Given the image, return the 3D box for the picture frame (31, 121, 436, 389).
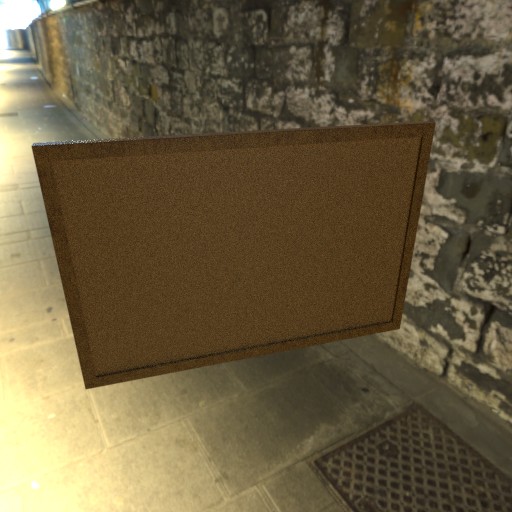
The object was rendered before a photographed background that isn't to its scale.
[{"bbox_3d":[0.000,0.000,1.131,0.922,0.621,0.029,-8,27,-15],"label":"picture frame"}]
